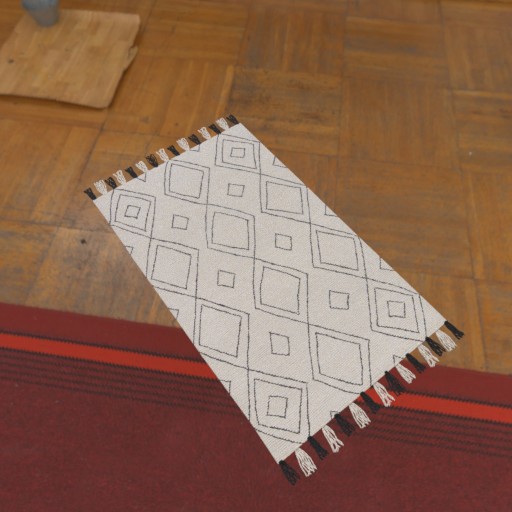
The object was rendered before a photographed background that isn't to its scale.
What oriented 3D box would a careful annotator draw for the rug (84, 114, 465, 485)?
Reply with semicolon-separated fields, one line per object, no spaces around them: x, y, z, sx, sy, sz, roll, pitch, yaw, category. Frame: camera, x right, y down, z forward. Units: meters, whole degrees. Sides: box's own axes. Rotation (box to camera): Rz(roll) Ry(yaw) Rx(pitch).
0.000;0.000;3.336;1.524;0.021;2.755;-33;65;-18;rug
